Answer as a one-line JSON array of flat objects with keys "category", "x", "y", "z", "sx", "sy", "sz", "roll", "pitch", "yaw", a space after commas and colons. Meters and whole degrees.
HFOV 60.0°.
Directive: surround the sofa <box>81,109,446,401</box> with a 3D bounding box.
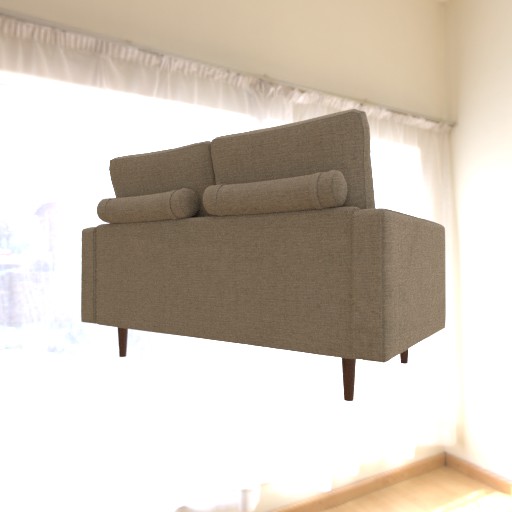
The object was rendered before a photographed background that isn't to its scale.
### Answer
[{"category": "sofa", "x": 0.000, "y": 0.000, "z": 1.933, "sx": 1.407, "sy": 0.907, "sz": 0.842, "roll": 0, "pitch": 0, "yaw": 35}]
